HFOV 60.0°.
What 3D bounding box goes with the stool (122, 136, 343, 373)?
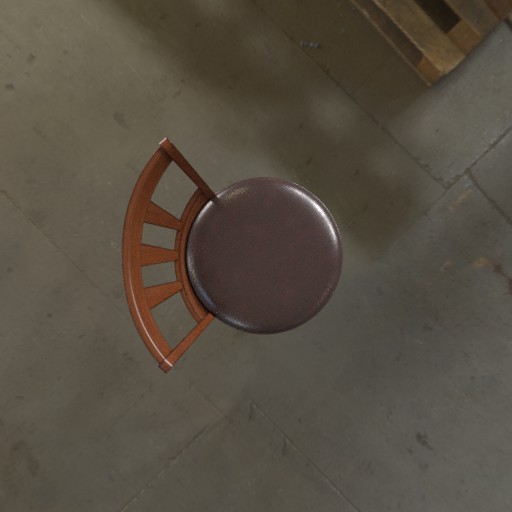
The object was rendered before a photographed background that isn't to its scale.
[{"bbox_3d":[0.000,0.000,1.435,0.503,1.177,0.464,0,90,1],"label":"stool"}]
